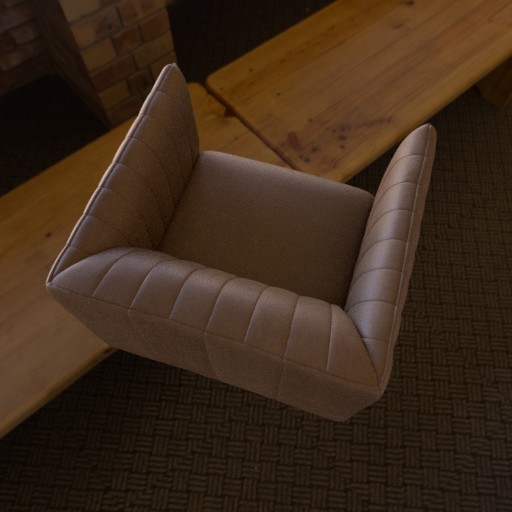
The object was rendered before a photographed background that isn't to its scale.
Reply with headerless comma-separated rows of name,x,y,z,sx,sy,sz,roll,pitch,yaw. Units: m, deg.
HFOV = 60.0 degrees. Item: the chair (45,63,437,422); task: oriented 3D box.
chair,0.000,0.000,1.596,0.981,0.779,0.876,16,66,8
